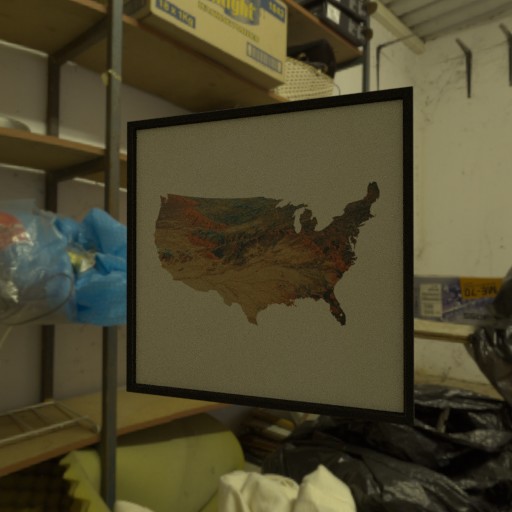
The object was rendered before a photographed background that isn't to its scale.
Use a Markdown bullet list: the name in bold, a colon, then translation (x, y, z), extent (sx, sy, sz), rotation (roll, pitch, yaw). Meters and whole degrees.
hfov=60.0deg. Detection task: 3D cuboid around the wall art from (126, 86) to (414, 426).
- **wall art**: translation (0.000, 0.000, 0.453), extent (0.304, 0.303, 0.015), rotation (0, -1, 20)
